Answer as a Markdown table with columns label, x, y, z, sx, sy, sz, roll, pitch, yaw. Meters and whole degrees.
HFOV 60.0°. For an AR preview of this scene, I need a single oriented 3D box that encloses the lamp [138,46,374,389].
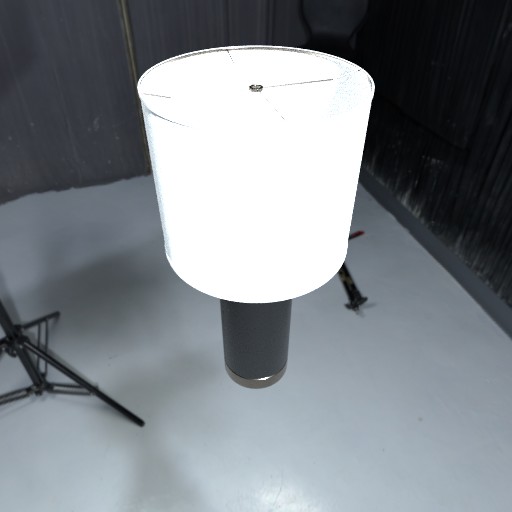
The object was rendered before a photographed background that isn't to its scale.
| label | x | y | z | sx | sy | sz | roll | pitch | yaw |
| --- | --- | --- | --- | --- | --- | --- | --- | --- | --- |
| lamp | 0.000 | 0.000 | 0.615 | 0.241 | 0.482 | 0.240 | -12 | 42 | -13 |
